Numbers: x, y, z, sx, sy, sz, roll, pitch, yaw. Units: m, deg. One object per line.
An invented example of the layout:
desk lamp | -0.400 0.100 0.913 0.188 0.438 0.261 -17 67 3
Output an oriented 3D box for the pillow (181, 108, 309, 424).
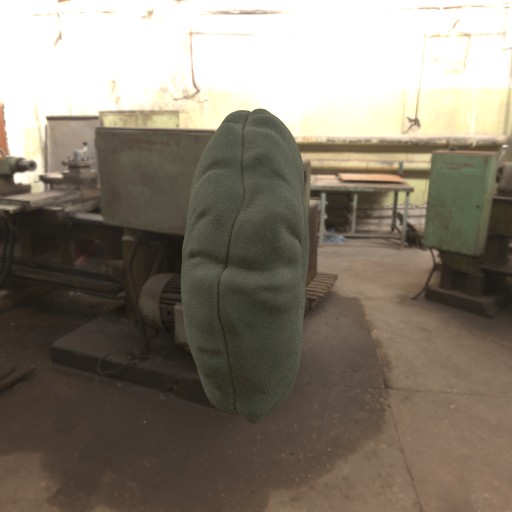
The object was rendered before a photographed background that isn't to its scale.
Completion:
pillow | 0.000 0.000 0.644 0.148 0.407 0.428 2 16 8
